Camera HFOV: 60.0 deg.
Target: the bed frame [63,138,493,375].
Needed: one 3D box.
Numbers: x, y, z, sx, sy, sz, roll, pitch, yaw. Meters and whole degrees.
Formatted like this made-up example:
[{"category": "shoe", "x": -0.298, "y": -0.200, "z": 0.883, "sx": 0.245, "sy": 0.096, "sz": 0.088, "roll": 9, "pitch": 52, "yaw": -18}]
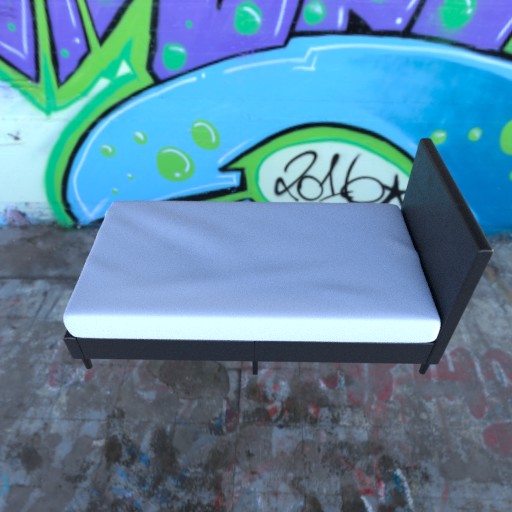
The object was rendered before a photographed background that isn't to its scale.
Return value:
[{"category": "bed frame", "x": 0.000, "y": 0.000, "z": 2.527, "sx": 2.152, "sy": 1.046, "sz": 1.038, "roll": 1, "pitch": 43, "yaw": 1}]
